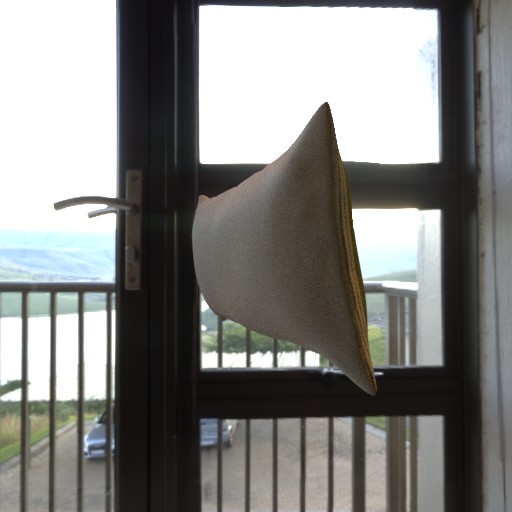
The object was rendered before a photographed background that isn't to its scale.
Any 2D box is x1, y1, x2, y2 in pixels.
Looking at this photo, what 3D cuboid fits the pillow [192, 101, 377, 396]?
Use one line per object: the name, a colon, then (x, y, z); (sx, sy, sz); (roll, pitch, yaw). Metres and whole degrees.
pillow: (0.000, 0.000, 0.726); (0.156, 0.292, 0.608); (0, -1, -19)
